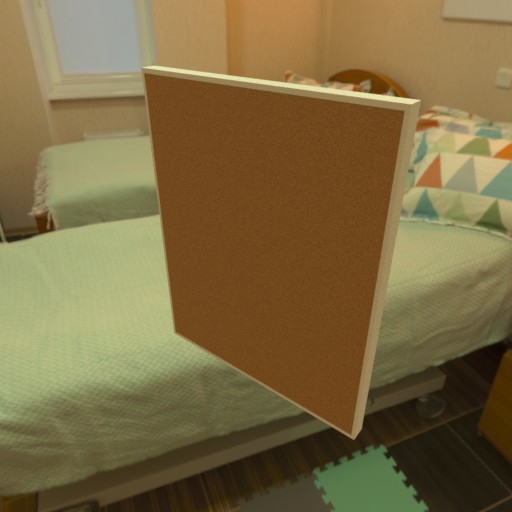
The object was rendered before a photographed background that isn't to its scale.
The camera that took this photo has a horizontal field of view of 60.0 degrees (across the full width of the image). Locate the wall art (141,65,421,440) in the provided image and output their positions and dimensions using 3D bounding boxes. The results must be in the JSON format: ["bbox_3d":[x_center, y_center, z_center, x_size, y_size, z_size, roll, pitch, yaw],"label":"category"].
[{"bbox_3d":[0.000,0.000,0.737,0.443,0.549,0.030,22,37,32],"label":"wall art"}]
